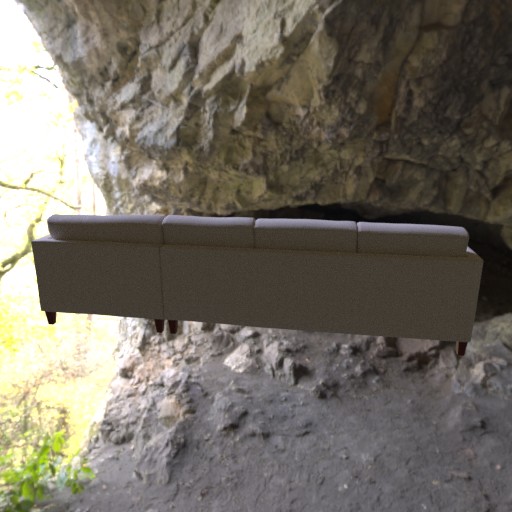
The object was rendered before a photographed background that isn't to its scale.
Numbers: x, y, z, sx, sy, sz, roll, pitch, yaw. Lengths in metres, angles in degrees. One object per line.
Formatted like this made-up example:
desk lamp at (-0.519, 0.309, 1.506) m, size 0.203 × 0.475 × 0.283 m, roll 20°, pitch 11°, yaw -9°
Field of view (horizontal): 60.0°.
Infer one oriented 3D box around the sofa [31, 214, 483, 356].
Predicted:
sofa at (0.000, 0.000, 4.130) m, size 3.471 × 0.954 × 1.599 m, roll 3°, pitch 16°, yaw 9°
